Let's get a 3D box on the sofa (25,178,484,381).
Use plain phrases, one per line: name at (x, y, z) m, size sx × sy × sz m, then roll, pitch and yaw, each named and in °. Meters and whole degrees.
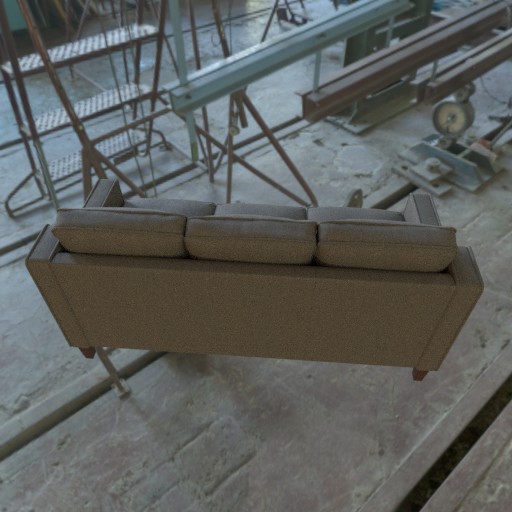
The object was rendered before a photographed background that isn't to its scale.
sofa at (0.000, 0.000, 2.452) m, size 1.986 × 0.974 × 0.911 m, roll 3°, pitch 45°, yaw 3°
